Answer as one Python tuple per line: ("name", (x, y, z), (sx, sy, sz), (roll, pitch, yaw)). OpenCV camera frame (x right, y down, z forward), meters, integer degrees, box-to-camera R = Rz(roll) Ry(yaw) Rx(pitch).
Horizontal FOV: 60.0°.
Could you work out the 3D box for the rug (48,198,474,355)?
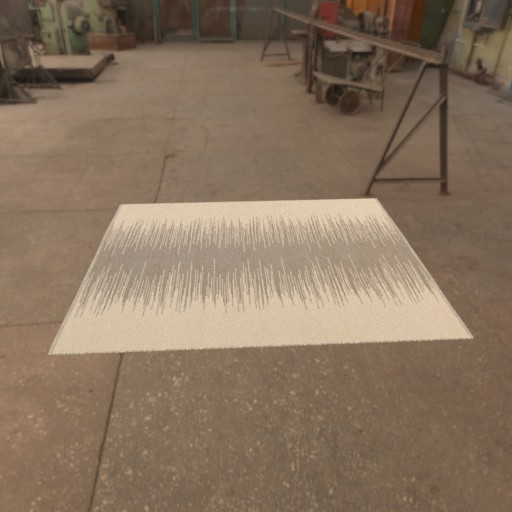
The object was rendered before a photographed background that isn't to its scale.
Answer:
("rug", (0.000, 0.000, 4.171), (3.037, 0.010, 2.453), (-2, 32, -3))
